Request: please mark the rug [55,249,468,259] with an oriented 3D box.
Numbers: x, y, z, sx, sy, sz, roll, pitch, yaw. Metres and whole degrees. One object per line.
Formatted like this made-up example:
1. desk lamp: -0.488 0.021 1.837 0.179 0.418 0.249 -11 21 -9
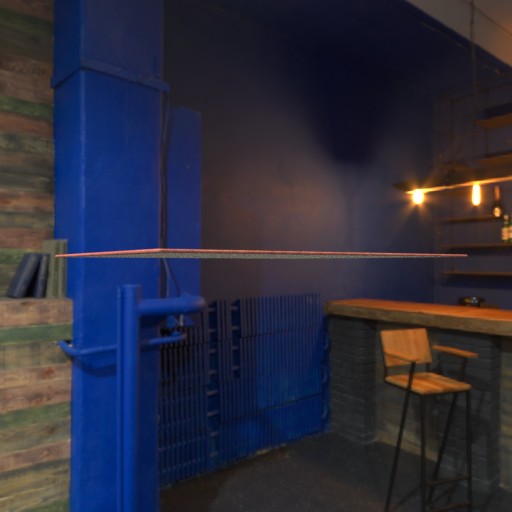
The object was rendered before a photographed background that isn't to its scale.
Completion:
1. rug: 0.000 0.000 4.096 2.976 0.018 2.430 1 -1 -36
